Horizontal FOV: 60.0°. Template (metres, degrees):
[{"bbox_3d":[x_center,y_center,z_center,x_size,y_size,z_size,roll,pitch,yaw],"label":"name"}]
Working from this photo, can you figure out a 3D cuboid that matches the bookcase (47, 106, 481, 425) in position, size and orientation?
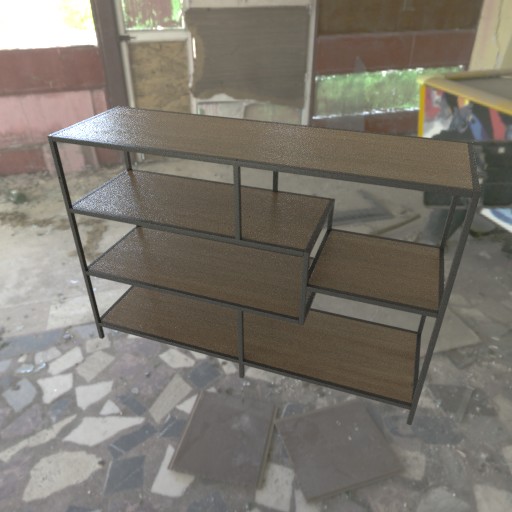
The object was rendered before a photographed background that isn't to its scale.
[{"bbox_3d":[0.000,0.000,1.450,1.140,0.780,0.350,11,34,16],"label":"bookcase"}]
